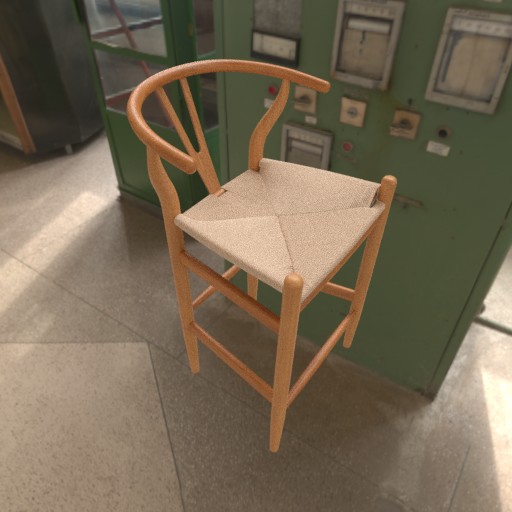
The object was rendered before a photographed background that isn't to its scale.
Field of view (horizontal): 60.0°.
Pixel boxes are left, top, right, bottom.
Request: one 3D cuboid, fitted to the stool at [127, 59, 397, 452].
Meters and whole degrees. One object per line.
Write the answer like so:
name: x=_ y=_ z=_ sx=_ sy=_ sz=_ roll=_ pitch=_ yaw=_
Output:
stool: x=0.000 y=0.000 z=1.316 sx=0.579 sy=0.970 sz=0.569 roll=25 pitch=46 yaw=27
